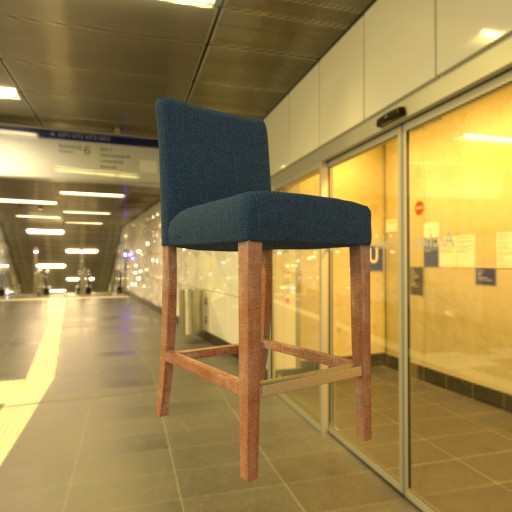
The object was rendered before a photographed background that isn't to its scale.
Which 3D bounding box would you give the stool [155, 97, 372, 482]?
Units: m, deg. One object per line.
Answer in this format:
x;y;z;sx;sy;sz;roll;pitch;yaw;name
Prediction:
0.000;0.000;1.356;0.454;1.039;0.567;1;-1;-36;stool
